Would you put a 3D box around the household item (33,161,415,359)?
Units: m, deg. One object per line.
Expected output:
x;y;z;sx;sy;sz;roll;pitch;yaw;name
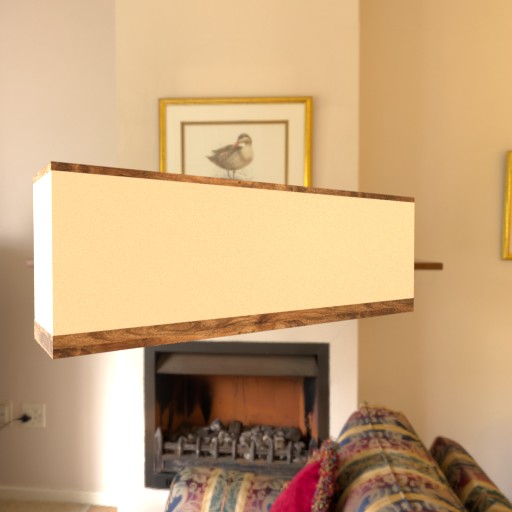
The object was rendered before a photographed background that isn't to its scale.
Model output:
0.000;0.000;2.042;1.800;0.615;0.390;-1;2;-34;household item
